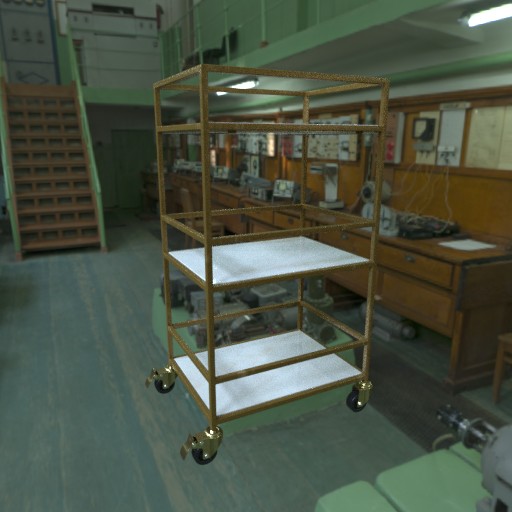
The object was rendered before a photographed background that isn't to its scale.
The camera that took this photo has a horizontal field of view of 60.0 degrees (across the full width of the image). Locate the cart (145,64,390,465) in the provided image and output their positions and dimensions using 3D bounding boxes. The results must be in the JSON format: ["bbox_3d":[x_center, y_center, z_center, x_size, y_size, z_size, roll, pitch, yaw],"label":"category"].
[{"bbox_3d":[0.000,0.000,1.027,0.483,0.761,0.332,-7,17,-26],"label":"cart"}]
